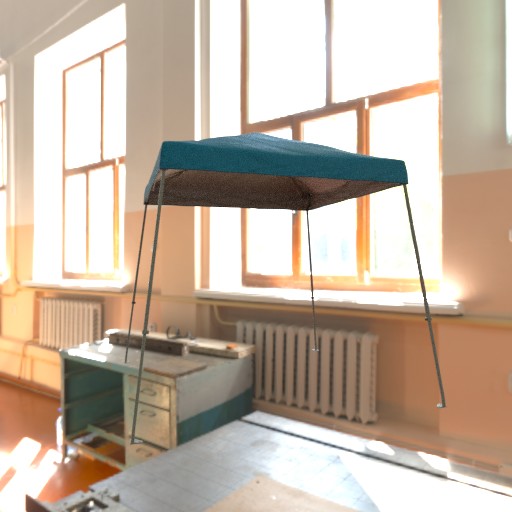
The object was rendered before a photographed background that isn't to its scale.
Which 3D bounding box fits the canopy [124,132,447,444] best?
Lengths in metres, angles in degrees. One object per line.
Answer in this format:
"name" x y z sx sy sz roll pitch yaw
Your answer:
"canopy" 0.000 0.000 5.092 2.848 2.849 2.849 0 -1 -17
